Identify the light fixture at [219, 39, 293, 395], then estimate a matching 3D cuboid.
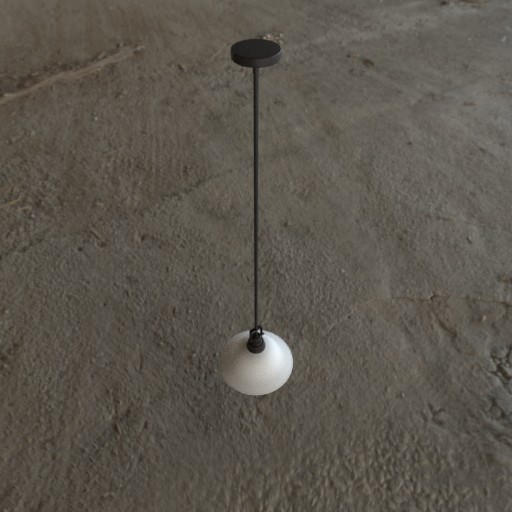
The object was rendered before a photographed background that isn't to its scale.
[{"bbox_3d":[0.000,0.000,1.469,0.324,1.337,0.324,-26,51,-22],"label":"light fixture"}]
